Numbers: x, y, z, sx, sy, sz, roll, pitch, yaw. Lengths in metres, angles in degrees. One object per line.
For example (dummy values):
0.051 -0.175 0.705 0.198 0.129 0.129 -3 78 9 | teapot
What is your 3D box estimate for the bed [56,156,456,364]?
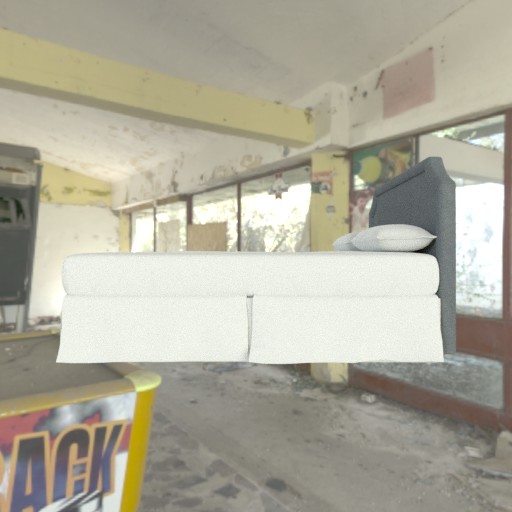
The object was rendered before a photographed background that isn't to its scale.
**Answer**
0.000 0.000 3.616 2.464 1.306 1.977 0 0 1 | bed
